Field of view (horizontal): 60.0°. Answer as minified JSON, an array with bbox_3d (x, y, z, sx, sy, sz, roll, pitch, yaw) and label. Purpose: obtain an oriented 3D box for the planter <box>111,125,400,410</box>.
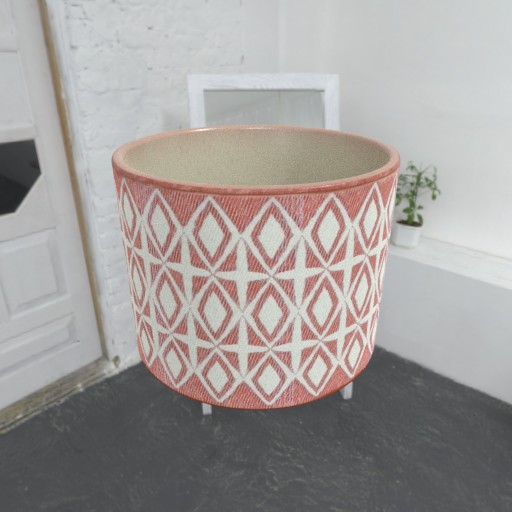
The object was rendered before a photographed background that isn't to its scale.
[{"bbox_3d":[0.000,0.000,0.486,0.273,0.237,0.273,0,26,0],"label":"planter"}]
